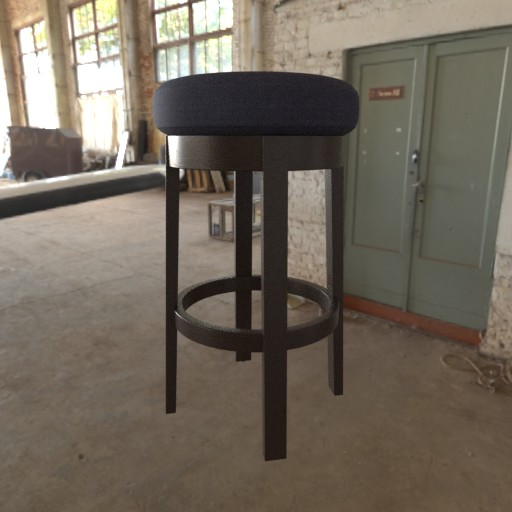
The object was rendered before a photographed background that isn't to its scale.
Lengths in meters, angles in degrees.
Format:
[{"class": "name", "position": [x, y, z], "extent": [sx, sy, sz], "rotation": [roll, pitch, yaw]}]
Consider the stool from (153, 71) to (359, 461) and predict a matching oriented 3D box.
[{"class": "stool", "position": [0.000, 0.000, 1.022], "extent": [0.446, 0.758, 0.446], "rotation": [0, 15, 0]}]
